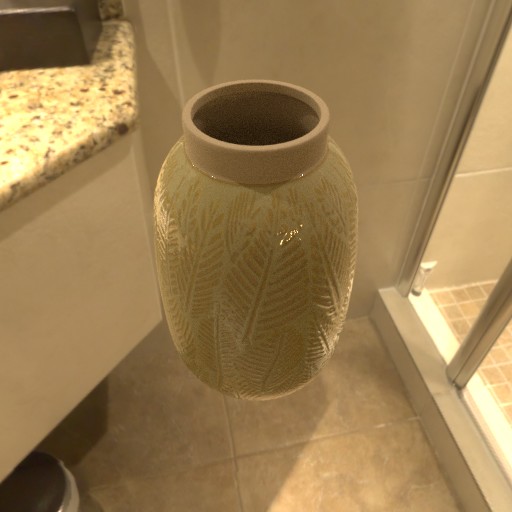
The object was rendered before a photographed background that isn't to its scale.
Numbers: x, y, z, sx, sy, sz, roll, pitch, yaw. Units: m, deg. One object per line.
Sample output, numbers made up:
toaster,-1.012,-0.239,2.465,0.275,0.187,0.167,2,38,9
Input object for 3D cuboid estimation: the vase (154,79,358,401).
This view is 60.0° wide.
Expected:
vase,0.000,0.000,0.385,0.172,0.270,0.172,0,45,0
